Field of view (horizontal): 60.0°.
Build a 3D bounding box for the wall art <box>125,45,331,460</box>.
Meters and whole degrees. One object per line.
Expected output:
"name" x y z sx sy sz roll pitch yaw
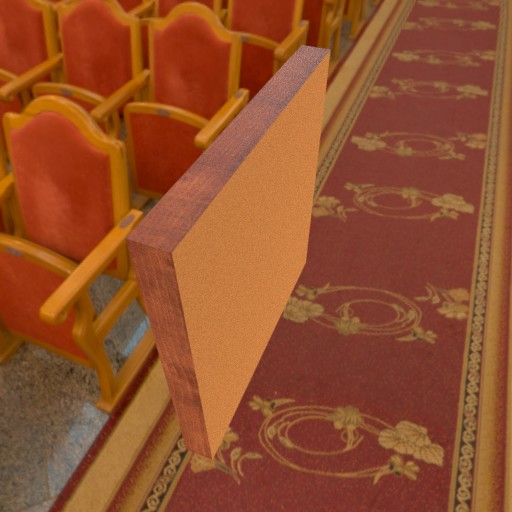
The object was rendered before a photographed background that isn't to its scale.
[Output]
"wall art" 0.000 0.000 0.570 0.038 0.385 0.386 17 48 16
